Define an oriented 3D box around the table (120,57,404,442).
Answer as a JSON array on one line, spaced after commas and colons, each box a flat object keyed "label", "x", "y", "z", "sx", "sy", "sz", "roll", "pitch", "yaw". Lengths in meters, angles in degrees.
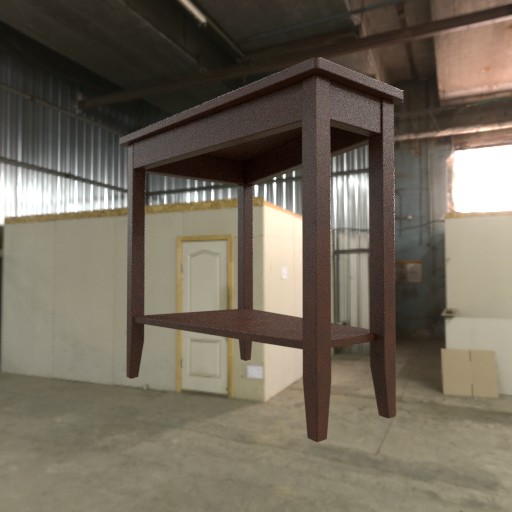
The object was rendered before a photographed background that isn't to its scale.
[{"label": "table", "x": 0.000, "y": 0.000, "z": 0.971, "sx": 0.399, "sy": 0.589, "sz": 0.605, "roll": 1, "pitch": -2, "yaw": -37}]
